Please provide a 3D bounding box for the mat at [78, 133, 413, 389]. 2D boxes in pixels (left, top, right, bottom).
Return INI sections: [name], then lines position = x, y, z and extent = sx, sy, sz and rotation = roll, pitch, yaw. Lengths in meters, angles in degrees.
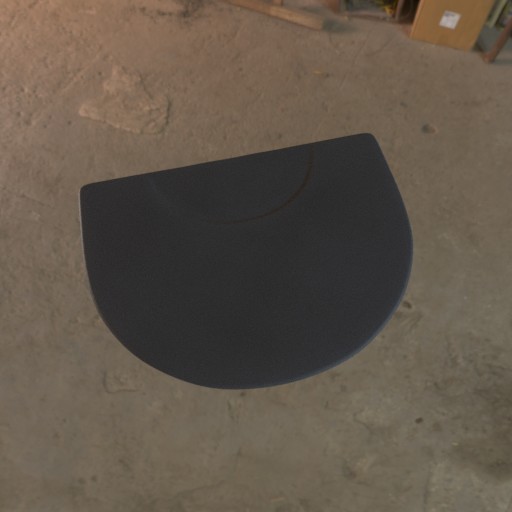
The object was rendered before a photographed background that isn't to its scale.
[mat]
position = 0.000, 0.000, 1.595
extent = 1.220, 0.016, 0.917
rotation = -12, 64, -6
